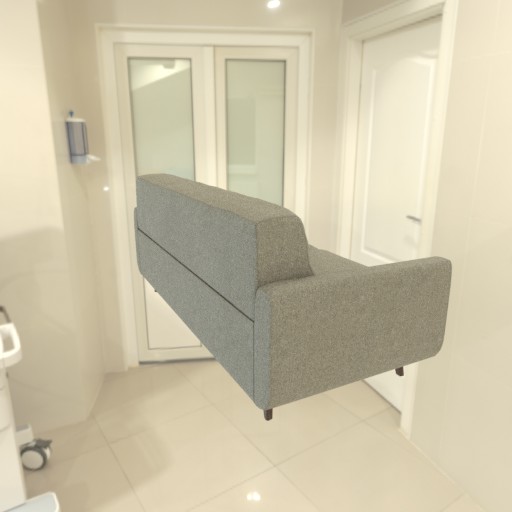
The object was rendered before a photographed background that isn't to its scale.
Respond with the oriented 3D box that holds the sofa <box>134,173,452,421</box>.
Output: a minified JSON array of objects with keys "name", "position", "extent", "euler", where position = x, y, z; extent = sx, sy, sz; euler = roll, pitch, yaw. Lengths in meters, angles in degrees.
[{"name":"sofa","position":[0.000,0.000,2.626],"extent":[0.968,0.873,2.055],"euler":[-8,18,-26]}]
